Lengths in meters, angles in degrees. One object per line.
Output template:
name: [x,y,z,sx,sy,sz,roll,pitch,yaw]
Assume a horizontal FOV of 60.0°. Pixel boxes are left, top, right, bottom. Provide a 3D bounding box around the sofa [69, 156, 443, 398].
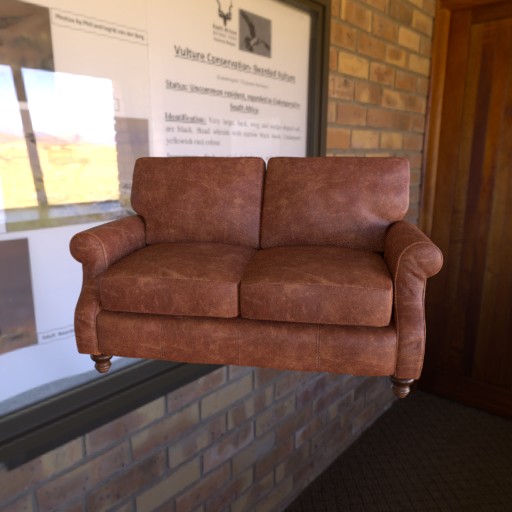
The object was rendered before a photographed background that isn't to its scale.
sofa: [0.000,0.000,2.208,1.616,0.967,0.990,2,13,9]
